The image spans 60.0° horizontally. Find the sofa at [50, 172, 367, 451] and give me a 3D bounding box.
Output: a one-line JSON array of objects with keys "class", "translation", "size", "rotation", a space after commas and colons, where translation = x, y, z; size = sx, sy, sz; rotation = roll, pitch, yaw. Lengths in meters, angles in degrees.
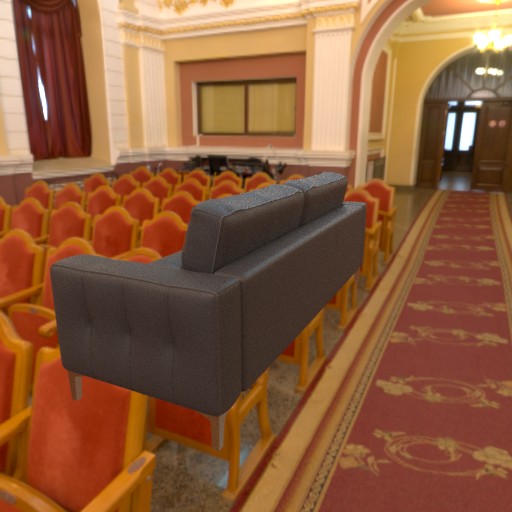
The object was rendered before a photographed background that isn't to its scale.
[{"class": "sofa", "translation": [0.000, 0.000, 2.666], "size": [0.833, 0.893, 2.275], "rotation": [7, 17, 25]}]
